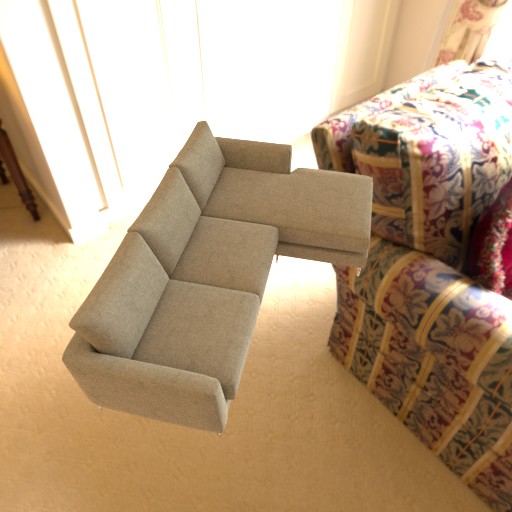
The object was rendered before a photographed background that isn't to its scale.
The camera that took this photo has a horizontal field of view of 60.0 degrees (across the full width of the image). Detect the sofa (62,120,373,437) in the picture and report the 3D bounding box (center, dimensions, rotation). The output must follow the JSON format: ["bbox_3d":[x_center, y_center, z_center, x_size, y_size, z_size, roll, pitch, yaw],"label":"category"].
[{"bbox_3d":[0.000,0.000,3.178,1.626,0.864,2.438,9,46,9],"label":"sofa"}]
